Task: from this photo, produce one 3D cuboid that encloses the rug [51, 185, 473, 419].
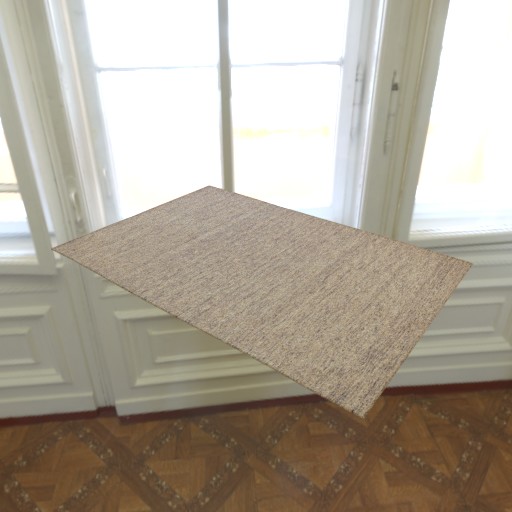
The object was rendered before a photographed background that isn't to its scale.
[{"bbox_3d":[0.000,0.000,2.888,2.283,0.013,1.547,21,35,33],"label":"rug"}]
